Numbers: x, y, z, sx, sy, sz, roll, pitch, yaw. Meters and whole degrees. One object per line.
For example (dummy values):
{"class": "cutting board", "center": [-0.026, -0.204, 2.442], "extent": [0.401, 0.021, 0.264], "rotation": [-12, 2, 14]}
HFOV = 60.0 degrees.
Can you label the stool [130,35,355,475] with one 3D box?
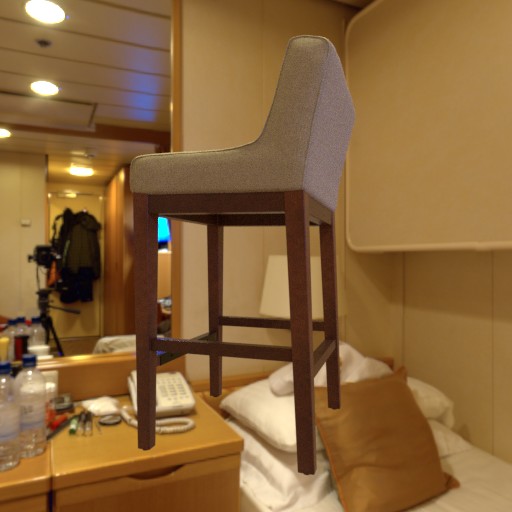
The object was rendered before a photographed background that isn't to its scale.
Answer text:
{"class": "stool", "center": [0.000, 0.000, 1.219], "extent": [0.500, 0.937, 0.511], "rotation": [0, 0, 18]}
